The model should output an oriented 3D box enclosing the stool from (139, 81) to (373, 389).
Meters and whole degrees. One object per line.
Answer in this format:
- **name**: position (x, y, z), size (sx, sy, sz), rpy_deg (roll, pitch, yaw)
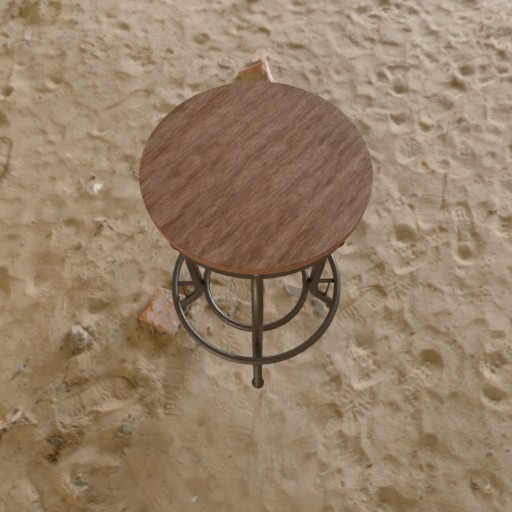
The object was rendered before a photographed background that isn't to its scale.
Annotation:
- **stool**: position (0.000, 0.000, 0.936), size (0.439, 0.609, 0.439), rpy_deg (-1, 63, -1)
